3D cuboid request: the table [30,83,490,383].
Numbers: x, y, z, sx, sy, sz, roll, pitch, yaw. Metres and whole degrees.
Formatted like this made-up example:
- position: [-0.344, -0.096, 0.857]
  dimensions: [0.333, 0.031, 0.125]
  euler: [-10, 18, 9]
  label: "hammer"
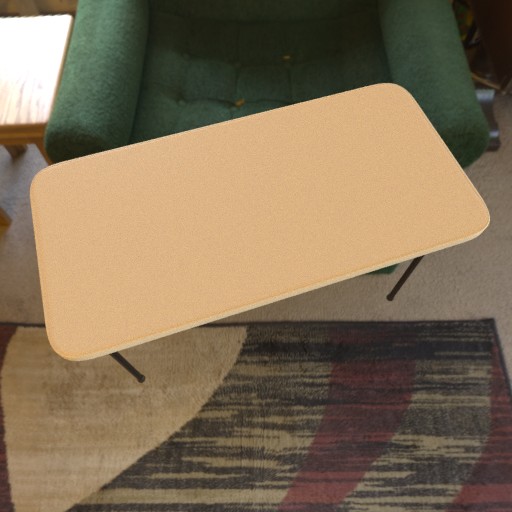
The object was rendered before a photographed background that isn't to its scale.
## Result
- position: [0.000, 0.000, 1.583]
  dimensions: [1.219, 0.729, 0.610]
  euler: [-17, 64, -8]
  label: "table"
